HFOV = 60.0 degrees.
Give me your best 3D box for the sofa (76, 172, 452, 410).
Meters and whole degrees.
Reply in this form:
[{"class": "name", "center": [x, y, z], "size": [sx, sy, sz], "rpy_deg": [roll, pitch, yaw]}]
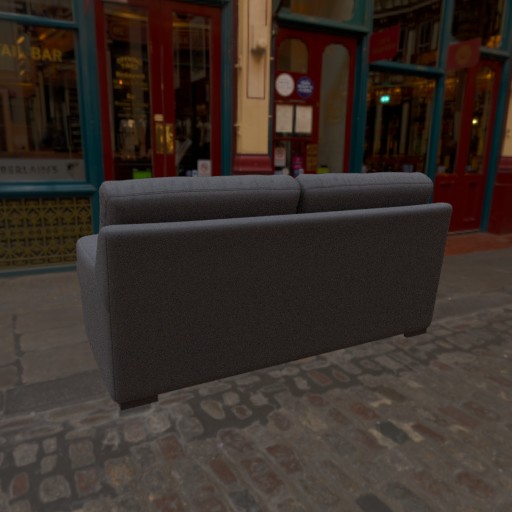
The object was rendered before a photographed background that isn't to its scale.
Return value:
[{"class": "sofa", "center": [0.000, 0.000, 2.514], "size": [1.880, 0.940, 1.143], "rpy_deg": [-7, 14, -27]}]
